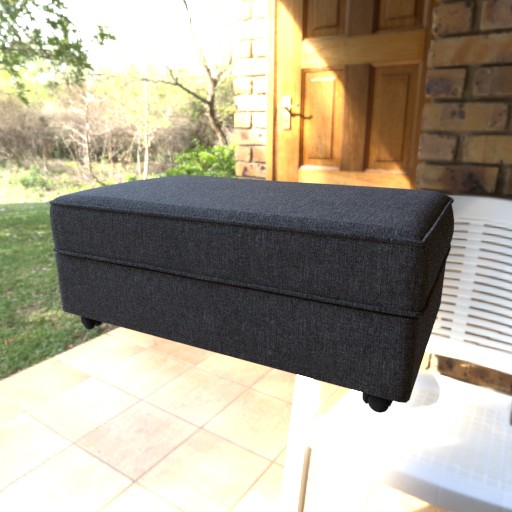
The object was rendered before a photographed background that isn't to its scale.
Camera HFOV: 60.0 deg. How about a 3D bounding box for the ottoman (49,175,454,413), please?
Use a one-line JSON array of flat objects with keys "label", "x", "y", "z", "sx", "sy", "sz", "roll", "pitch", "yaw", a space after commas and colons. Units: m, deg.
[{"label": "ottoman", "x": 0.000, "y": 0.000, "z": 1.515, "sx": 1.184, "sy": 0.487, "sz": 0.717, "roll": 8, "pitch": 18, "yaw": 27}]
